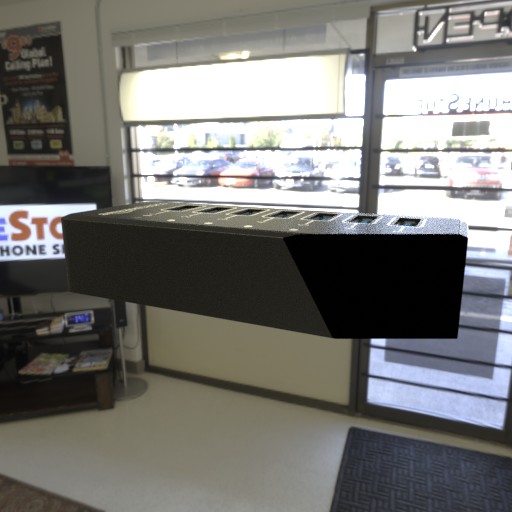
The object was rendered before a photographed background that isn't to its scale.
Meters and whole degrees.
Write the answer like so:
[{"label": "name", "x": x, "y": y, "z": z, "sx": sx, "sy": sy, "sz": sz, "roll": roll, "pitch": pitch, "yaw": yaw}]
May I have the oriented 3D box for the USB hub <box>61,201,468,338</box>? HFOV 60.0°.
[{"label": "USB hub", "x": 0.000, "y": 0.000, "z": 0.129, "sx": 0.110, "sy": 0.023, "sz": 0.044, "roll": 6, "pitch": 15, "yaw": 24}]
